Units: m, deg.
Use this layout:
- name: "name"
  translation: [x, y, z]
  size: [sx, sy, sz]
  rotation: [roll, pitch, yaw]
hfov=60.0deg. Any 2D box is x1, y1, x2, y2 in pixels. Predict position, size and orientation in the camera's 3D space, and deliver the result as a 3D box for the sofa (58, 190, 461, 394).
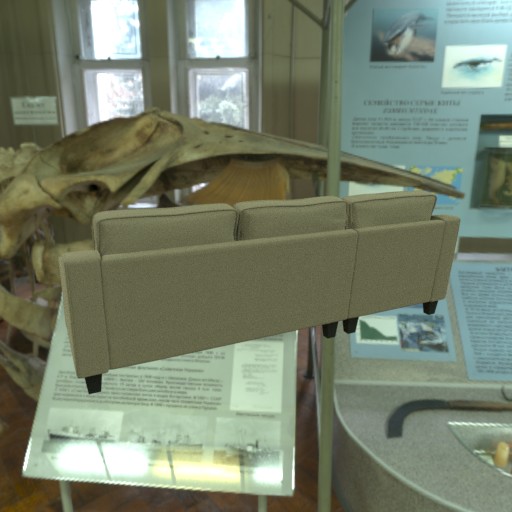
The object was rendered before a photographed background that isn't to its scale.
- name: "sofa"
  translation: [0.000, 0.000, 3.160]
  size: [2.561, 0.928, 1.294]
  rotation: [-7, 16, -25]
